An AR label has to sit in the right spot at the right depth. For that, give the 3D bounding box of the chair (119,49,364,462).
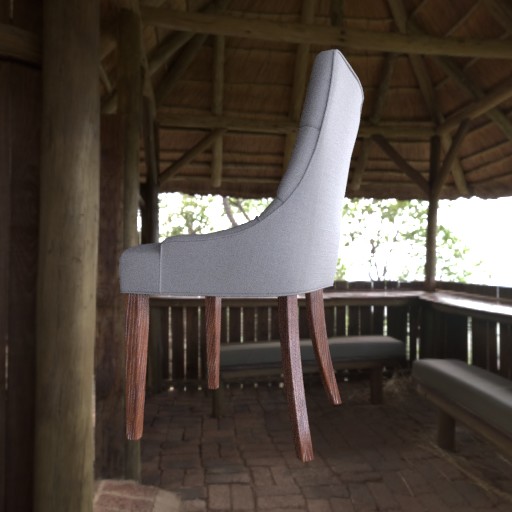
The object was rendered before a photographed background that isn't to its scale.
[{"bbox_3d":[0.000,0.000,1.200,0.565,0.874,0.509,0,-1,19],"label":"chair"}]
